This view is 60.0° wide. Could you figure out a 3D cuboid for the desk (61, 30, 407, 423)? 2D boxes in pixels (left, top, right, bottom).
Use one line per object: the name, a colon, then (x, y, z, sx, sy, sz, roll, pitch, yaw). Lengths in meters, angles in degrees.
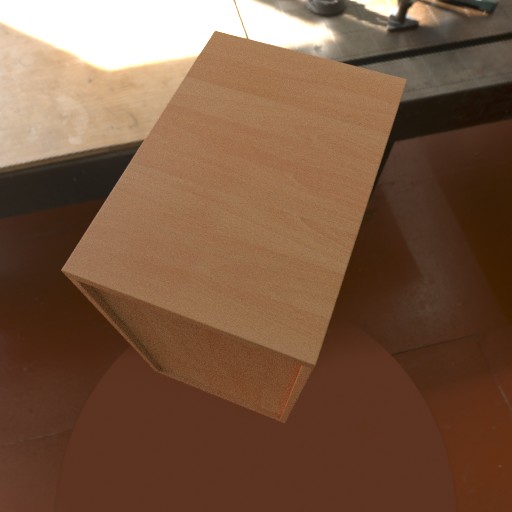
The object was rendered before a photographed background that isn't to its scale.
desk: (0.000, 0.000, 1.091, 0.404, 0.730, 0.600, 19, 65, 9)
